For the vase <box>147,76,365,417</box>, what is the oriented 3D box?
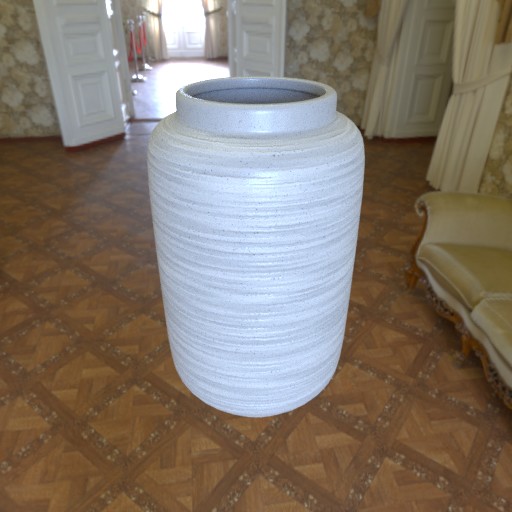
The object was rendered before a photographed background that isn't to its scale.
[{"bbox_3d":[0.000,0.000,0.467,0.202,0.335,0.202,0,31,0],"label":"vase"}]
